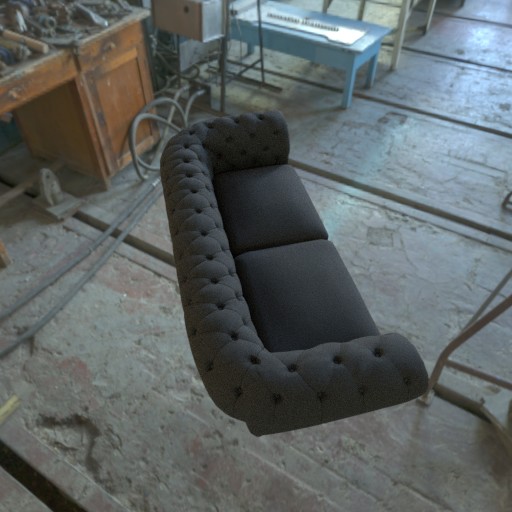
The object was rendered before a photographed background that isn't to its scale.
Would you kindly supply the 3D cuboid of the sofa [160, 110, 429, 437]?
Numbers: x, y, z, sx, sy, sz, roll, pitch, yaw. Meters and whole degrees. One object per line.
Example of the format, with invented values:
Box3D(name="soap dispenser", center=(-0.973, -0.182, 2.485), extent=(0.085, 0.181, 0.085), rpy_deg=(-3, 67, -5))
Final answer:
Box3D(name="sofa", center=(0.000, 0.000, 2.774), extent=(0.991, 0.762, 2.362), rpy_deg=(-10, 48, -9))
